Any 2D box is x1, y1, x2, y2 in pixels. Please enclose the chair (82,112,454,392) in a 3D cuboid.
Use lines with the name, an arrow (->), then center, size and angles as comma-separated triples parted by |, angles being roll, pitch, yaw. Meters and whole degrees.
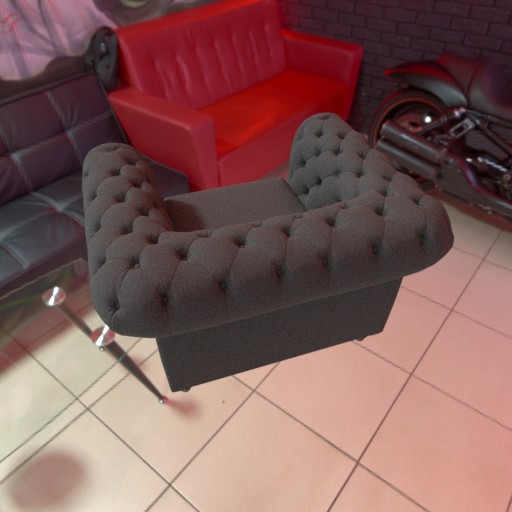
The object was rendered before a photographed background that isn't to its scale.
chair -> 0.000, 0.000, 1.883 | 1.270, 0.770, 0.976 | -13, 42, -14
